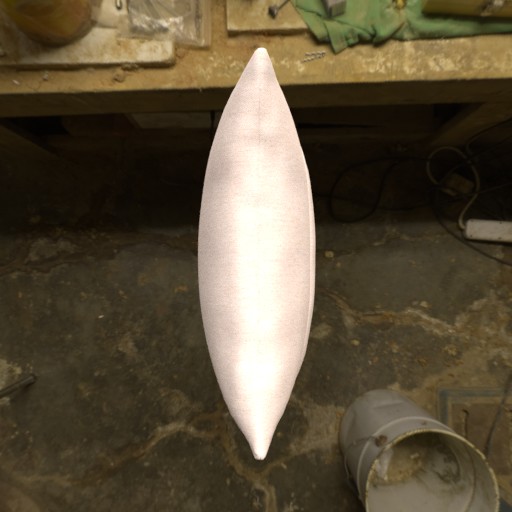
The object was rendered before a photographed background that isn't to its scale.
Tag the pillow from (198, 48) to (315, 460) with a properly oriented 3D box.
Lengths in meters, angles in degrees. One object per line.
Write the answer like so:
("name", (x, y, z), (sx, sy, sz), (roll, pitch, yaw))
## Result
("pillow", (0.000, 0.000, 0.679), (0.173, 0.436, 0.433), (0, 89, 1))
